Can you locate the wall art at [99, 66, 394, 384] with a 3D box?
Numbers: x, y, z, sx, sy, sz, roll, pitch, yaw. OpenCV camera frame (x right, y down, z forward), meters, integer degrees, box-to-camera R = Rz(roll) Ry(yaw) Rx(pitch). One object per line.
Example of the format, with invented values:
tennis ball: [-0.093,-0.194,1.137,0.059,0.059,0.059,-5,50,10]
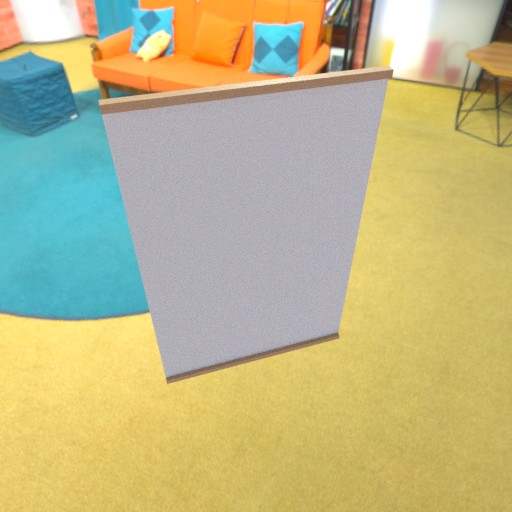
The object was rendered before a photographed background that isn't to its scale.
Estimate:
wall art: [0.000,0.000,0.789,0.401,0.611,0.016,-12,43,-13]
